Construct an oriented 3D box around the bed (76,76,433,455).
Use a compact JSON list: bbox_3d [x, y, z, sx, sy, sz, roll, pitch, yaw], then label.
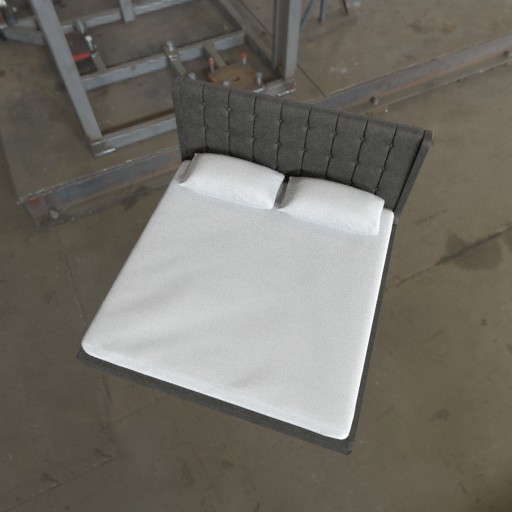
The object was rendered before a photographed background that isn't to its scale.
[{"bbox_3d":[0.000,0.000,3.157,1.903,1.158,2.031,16,59,10],"label":"bed"}]
